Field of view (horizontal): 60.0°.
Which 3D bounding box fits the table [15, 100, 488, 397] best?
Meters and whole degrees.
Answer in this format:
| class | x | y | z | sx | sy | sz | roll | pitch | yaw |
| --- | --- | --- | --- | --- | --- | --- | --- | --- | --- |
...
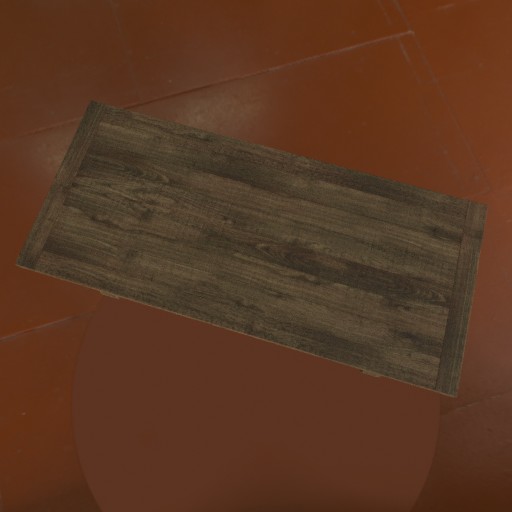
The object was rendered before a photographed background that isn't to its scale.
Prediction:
| class | x | y | z | sx | sy | sz | roll | pitch | yaw |
| --- | --- | --- | --- | --- | --- | --- | --- | --- | --- |
| table | 0.000 | 0.000 | 2.416 | 2.031 | 0.733 | 0.907 | 16 | 75 | 5 |
